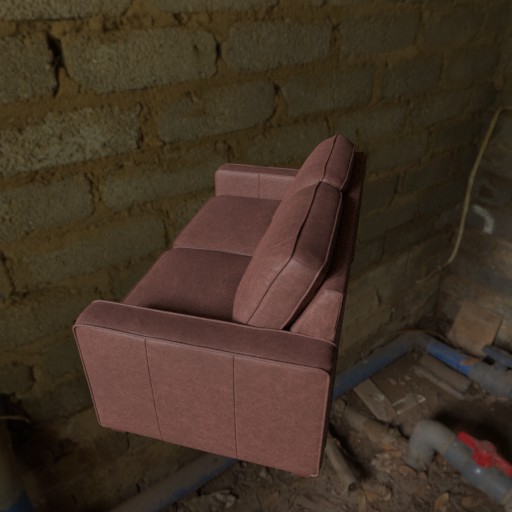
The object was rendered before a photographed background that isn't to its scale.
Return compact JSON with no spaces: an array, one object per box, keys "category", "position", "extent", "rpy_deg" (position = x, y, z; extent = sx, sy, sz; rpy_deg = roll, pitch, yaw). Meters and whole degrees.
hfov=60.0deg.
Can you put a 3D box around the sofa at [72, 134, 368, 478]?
[{"category":"sofa","position":[0.000,0.000,2.227],"extent":[0.947,0.918,1.709],"rpy_deg":[8,32,13]}]
